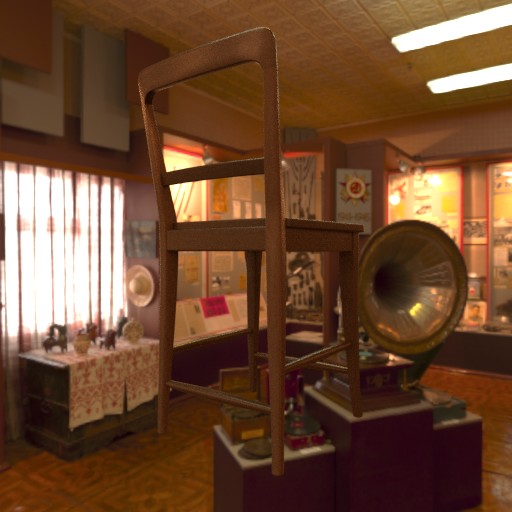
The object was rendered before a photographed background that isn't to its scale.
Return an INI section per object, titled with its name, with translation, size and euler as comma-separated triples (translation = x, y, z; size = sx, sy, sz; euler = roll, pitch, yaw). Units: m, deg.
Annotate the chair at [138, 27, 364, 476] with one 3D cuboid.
[chair]
translation = 0.000, 0.000, 1.268
size = 0.450, 0.991, 0.546
euler = 1, 1, 36
